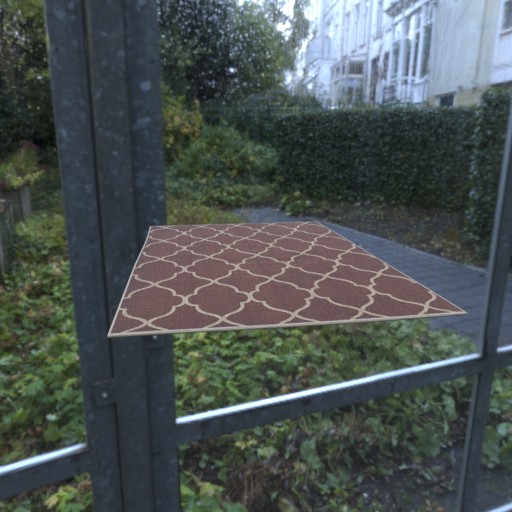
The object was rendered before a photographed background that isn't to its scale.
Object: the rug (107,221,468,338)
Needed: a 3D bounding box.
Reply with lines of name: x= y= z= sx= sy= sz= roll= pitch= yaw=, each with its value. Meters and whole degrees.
rug: x=0.000 y=0.000 z=2.908 sx=1.528 sy=0.014 sz=2.294 roll=-2 pitch=15 yaw=-9
